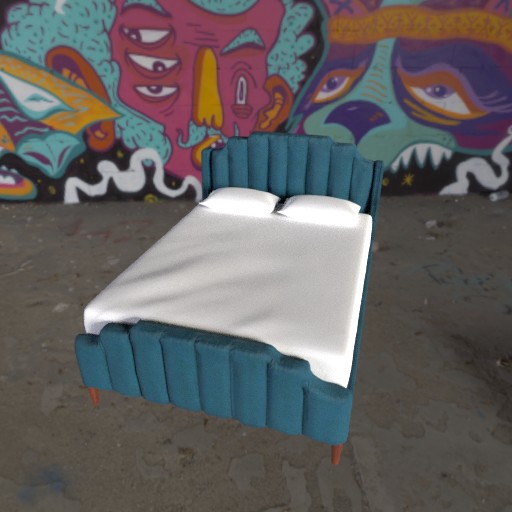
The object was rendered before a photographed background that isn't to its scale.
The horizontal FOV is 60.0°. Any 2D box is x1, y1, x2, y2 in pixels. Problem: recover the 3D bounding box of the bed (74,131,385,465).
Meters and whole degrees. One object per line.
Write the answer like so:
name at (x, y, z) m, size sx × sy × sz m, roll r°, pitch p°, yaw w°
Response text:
bed at (0.000, 0.000, 3.332) m, size 1.676 × 1.351 × 2.322 m, roll 8°, pitch 29°, yaw 14°
